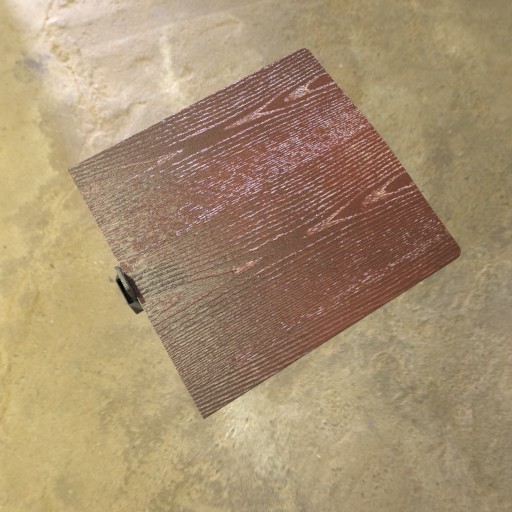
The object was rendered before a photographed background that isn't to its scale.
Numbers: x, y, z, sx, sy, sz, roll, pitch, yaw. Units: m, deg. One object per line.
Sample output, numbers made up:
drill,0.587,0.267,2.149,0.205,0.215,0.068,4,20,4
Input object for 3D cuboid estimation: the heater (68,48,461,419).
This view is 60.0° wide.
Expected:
heater,0.000,0.000,0.762,0.400,0.481,0.362,-30,77,-8
